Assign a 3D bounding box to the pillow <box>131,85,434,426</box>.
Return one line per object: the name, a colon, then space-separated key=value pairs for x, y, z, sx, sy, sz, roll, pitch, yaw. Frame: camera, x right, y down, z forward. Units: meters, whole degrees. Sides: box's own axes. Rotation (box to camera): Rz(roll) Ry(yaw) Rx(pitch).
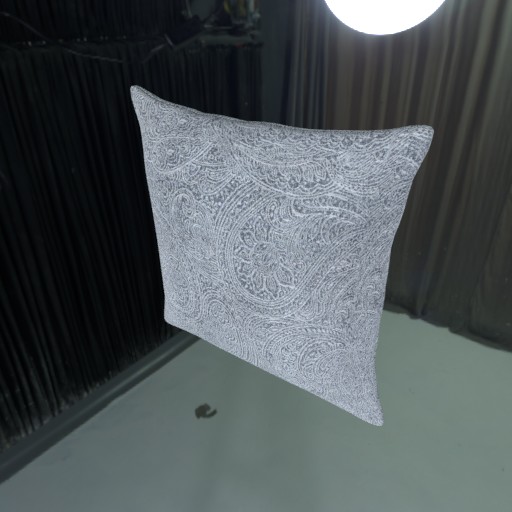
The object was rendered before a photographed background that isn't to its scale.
pillow: x=0.000 y=0.000 z=0.762 sx=0.523 sy=0.510 sz=0.166 roll=19 pitch=35 yaw=30
